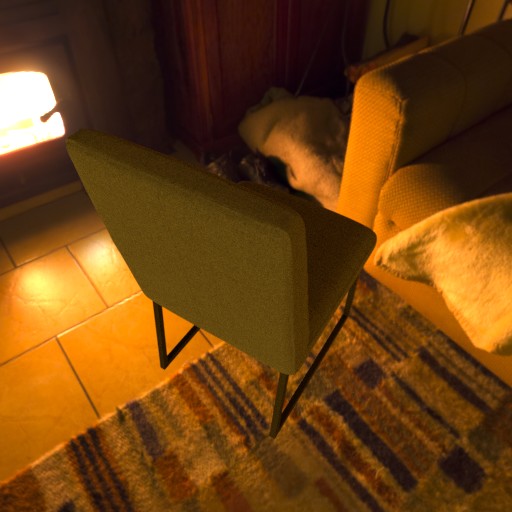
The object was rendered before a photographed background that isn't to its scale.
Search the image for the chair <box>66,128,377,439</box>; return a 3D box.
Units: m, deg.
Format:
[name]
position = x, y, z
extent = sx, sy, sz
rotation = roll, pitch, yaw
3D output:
[chair]
position = 0.000, 0.000, 1.269
extent = 0.520, 0.930, 0.634
rotation = 25, 51, 22
